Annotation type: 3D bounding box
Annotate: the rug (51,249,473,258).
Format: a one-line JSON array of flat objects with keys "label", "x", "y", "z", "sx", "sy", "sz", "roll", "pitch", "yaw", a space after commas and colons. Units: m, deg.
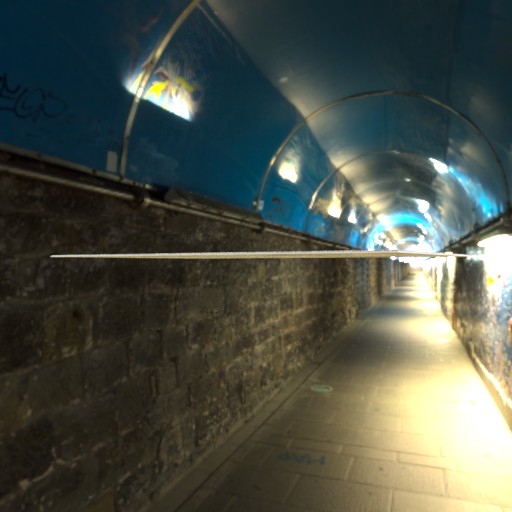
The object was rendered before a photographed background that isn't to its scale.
[{"label": "rug", "x": 0.000, "y": 0.000, "z": 3.011, "sx": 2.431, "sy": 0.012, "sz": 1.536, "roll": -1, "pitch": -1, "yaw": 36}]
